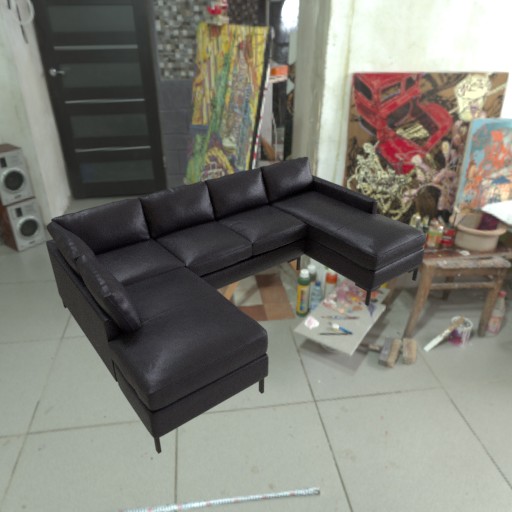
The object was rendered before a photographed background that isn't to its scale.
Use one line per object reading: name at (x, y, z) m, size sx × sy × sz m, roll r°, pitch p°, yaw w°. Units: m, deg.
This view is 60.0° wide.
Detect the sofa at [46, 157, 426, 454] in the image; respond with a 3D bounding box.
sofa at (0.000, 0.000, 3.847) m, size 2.956 × 0.900 × 1.939 m, roll -21°, pitch 35°, yaw -32°
